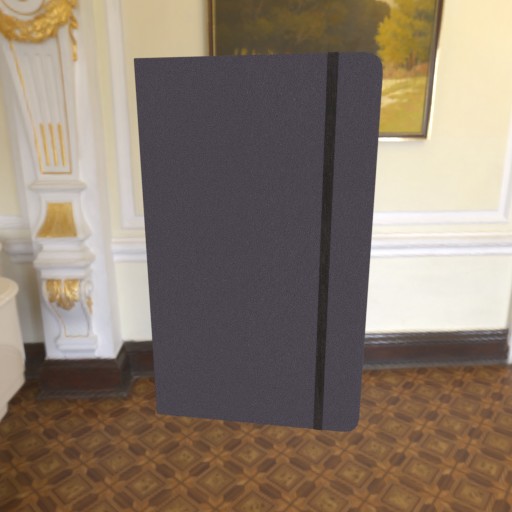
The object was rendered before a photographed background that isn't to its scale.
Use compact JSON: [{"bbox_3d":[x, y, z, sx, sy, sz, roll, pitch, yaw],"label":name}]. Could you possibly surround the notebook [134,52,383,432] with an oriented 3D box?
[{"bbox_3d":[0.000,0.000,0.256,0.127,0.213,0.016,2,15,9],"label":"notebook"}]
